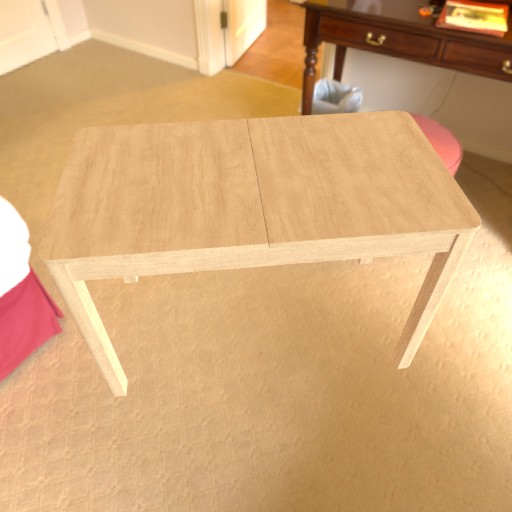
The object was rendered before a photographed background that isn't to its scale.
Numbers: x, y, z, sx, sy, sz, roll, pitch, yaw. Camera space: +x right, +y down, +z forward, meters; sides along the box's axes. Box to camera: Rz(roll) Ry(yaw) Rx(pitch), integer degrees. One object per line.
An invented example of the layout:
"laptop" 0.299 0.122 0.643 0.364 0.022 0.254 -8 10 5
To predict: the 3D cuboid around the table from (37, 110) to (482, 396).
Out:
"table" 0.000 0.000 1.942 1.400 0.900 0.750 -4 47 -4
